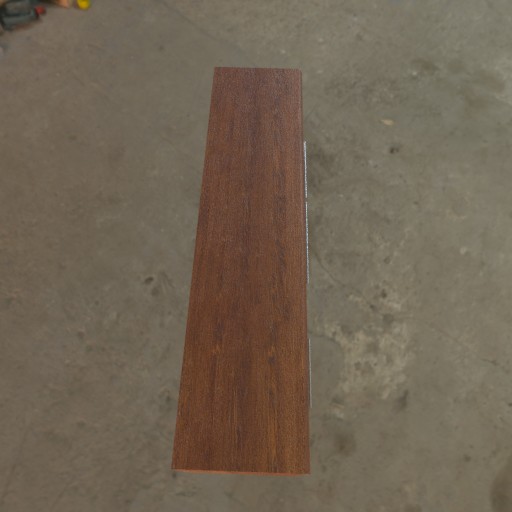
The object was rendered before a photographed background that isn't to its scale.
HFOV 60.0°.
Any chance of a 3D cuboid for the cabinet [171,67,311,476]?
[{"bbox_3d":[0.000,0.000,1.814,0.419,0.510,1.600,2,63,1],"label":"cabinet"}]
